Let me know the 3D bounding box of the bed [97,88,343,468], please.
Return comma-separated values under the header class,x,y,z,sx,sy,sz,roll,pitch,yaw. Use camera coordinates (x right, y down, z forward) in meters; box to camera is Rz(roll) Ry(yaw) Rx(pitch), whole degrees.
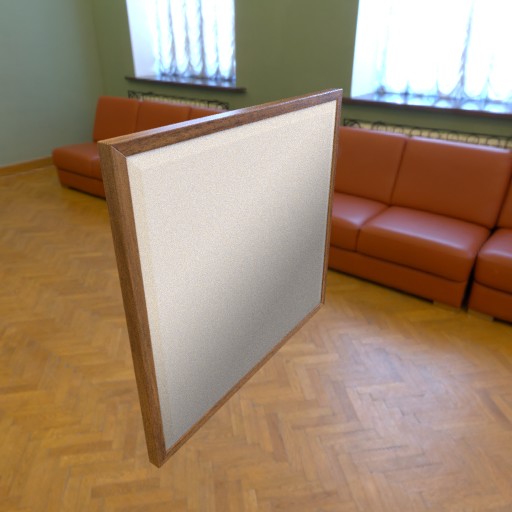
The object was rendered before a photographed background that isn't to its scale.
class,x,y,z,sx,sy,sz,roll,pitch,yaw
bed,0.000,0.000,1.461,0.043,0.940,1.041,18,32,31
